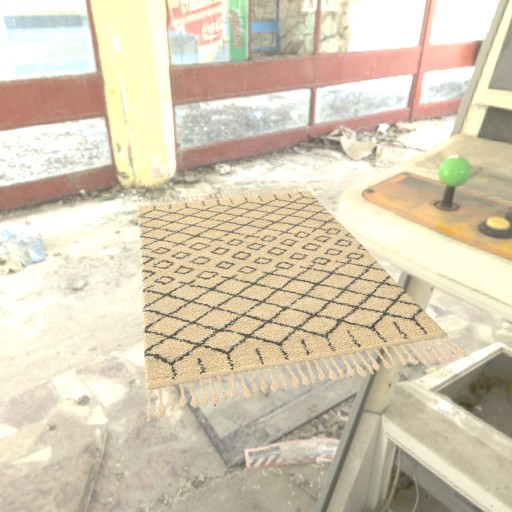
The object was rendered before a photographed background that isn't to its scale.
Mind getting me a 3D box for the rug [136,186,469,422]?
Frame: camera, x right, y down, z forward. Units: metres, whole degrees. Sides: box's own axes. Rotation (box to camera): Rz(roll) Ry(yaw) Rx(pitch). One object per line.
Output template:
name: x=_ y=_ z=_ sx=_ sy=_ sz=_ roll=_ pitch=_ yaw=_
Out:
rug: x=0.000 y=0.000 z=3.219 sx=1.664 sy=0.029 sz=2.615 roll=-7 pitch=31 yaw=-12
